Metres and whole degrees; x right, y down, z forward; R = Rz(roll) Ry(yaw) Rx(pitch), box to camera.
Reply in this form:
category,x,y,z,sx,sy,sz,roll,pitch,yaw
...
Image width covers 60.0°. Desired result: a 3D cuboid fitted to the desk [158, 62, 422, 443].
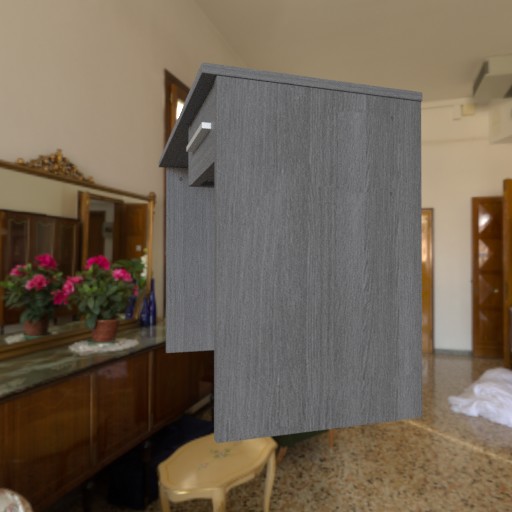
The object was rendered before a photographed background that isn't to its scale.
category,x,y,z,sx,sy,sz,roll,pitch,yaw
desk,0.000,0.000,1.337,0.498,0.724,0.893,0,-1,-18
